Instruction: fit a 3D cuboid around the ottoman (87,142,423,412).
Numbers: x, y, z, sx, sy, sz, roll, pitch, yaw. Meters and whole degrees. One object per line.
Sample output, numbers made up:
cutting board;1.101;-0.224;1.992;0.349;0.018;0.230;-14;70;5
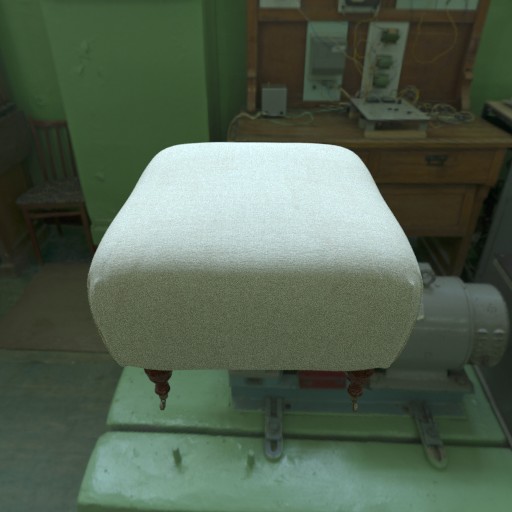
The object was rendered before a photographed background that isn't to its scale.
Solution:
ottoman;0.000;0.000;1.137;0.622;0.450;0.747;0;32;1
